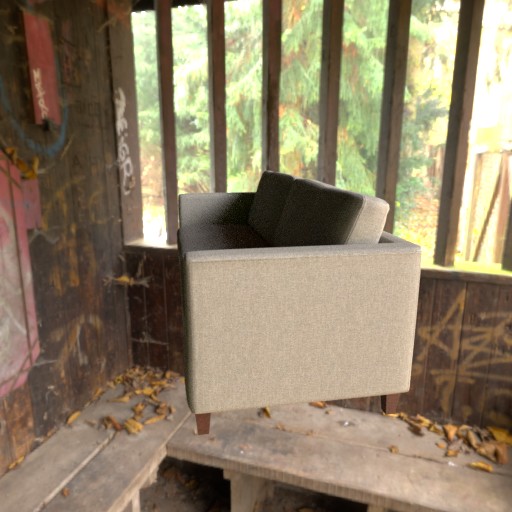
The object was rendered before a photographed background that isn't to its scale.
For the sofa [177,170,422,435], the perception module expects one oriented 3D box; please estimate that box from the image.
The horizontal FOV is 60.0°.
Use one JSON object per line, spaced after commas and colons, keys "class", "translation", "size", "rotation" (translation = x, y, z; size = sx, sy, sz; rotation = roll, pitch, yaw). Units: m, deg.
{"class": "sofa", "translation": [0.000, 0.000, 2.736], "size": [0.956, 0.963, 2.208], "rotation": [-2, 14, -10]}
